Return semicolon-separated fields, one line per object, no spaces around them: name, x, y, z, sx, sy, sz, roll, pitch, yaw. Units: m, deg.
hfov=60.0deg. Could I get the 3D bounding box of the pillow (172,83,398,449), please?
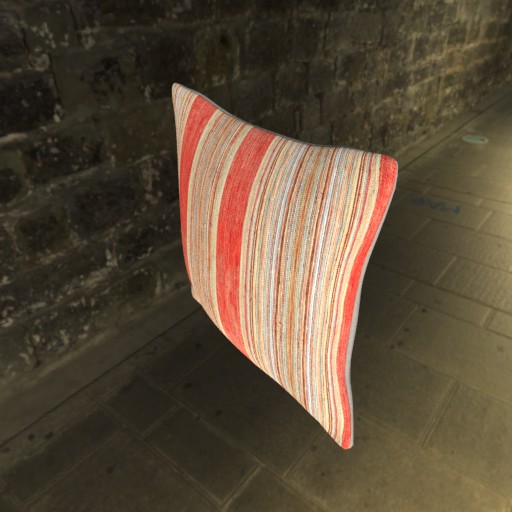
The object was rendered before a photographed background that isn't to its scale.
pillow;0.000;0.000;0.647;0.136;0.419;0.437;-21;38;-30
